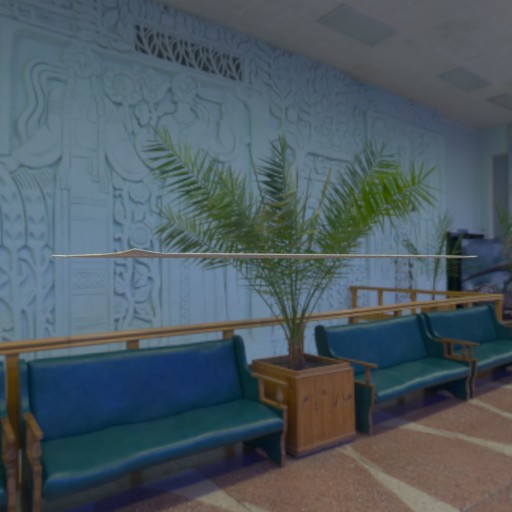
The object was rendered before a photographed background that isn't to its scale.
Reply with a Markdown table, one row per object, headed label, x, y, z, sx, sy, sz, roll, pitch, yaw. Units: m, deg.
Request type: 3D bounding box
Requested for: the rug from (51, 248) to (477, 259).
| label | x | y | z | sx | sy | sz | roll | pitch | yaw |
| --- | --- | --- | --- | --- | --- | --- | --- | --- | --- |
| rug | 0.000 | 0.000 | 3.809 | 2.897 | 0.035 | 2.277 | 0 | -1 | -34 |
